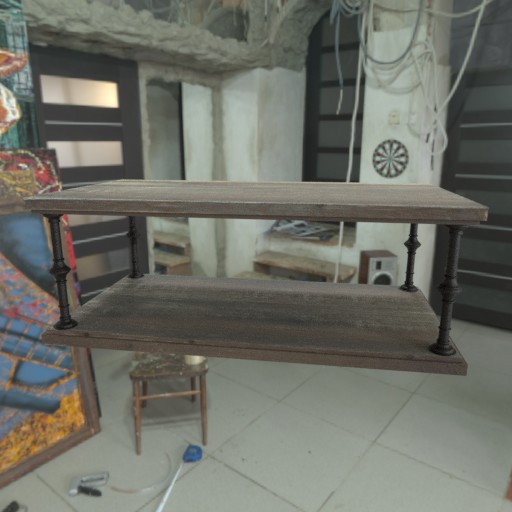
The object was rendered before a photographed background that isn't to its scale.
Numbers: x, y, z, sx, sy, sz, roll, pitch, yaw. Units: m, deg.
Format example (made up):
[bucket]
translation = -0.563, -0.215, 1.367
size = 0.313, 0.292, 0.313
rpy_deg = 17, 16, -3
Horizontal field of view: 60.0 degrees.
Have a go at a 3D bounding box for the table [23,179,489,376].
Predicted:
[table]
translation = 0.000, 0.000, 1.339
size = 1.088, 0.399, 0.554
rpy_deg = 2, 15, 9
